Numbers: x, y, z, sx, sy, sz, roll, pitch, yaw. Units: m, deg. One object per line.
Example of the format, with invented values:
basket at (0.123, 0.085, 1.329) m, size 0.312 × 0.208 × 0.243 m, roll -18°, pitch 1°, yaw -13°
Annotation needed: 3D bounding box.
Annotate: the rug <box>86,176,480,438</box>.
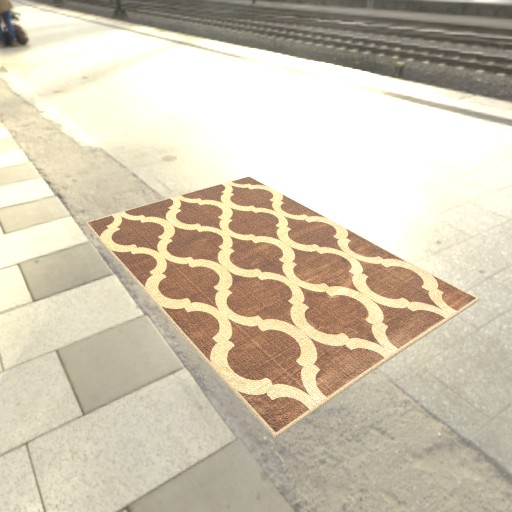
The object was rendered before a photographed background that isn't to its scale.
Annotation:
rug at (0.000, 0.000, 2.946) m, size 1.526 × 0.014 × 2.290 m, roll -22°, pitch 39°, yaw -30°
